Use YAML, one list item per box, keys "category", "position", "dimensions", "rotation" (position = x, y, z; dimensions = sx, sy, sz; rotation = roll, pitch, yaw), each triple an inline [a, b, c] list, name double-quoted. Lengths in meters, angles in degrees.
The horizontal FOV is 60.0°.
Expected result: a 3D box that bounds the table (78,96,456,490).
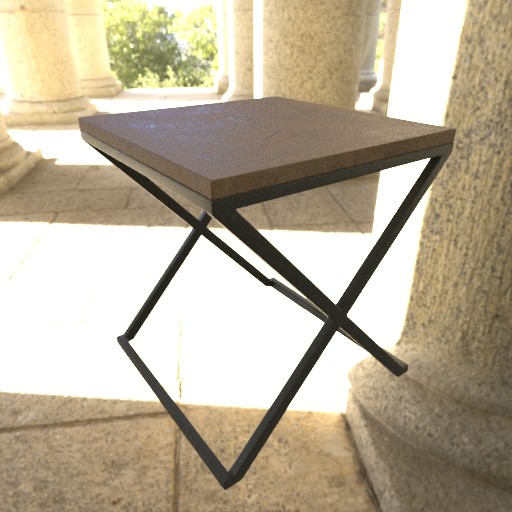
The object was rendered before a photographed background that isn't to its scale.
- category: "table"
  position: [0.000, 0.000, 0.937]
  dimensions: [0.498, 0.550, 0.499]
  rotation: [-19, 33, -32]
